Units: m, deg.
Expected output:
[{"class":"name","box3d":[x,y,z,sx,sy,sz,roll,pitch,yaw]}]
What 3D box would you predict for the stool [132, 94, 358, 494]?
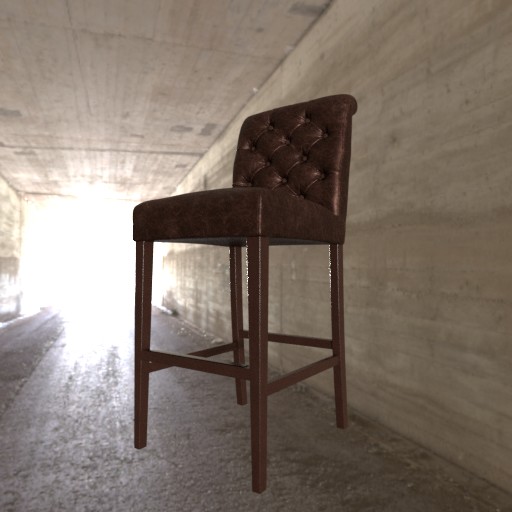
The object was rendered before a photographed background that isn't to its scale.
[{"class":"stool","box3d":[0.000,0.000,1.473,0.483,1.168,0.659,0,-1,35]}]
